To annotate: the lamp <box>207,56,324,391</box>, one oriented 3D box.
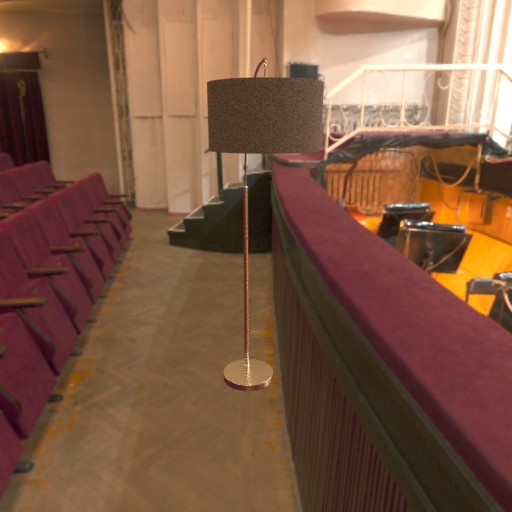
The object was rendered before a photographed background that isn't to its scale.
[{"bbox_3d":[0.000,0.000,2.174,0.452,1.735,0.934,-2,17,-8],"label":"lamp"}]
